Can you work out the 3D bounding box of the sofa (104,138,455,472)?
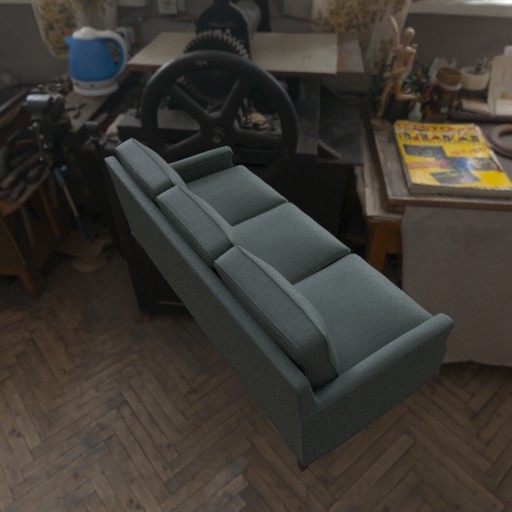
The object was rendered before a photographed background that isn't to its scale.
[{"bbox_3d":[0.000,0.000,2.808,1.084,1.003,2.246,-24,47,-25],"label":"sofa"}]
